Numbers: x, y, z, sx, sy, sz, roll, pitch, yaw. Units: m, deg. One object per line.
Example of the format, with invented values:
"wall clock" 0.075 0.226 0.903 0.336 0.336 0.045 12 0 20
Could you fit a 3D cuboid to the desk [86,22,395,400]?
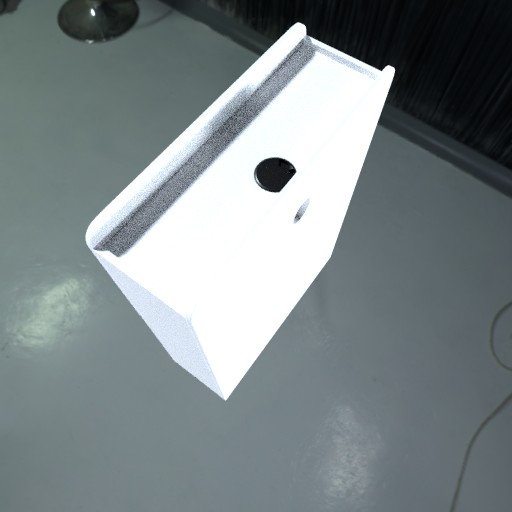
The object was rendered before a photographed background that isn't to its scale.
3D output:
"desk" 0.000 0.000 1.503 0.278 1.190 0.795 33 69 15
